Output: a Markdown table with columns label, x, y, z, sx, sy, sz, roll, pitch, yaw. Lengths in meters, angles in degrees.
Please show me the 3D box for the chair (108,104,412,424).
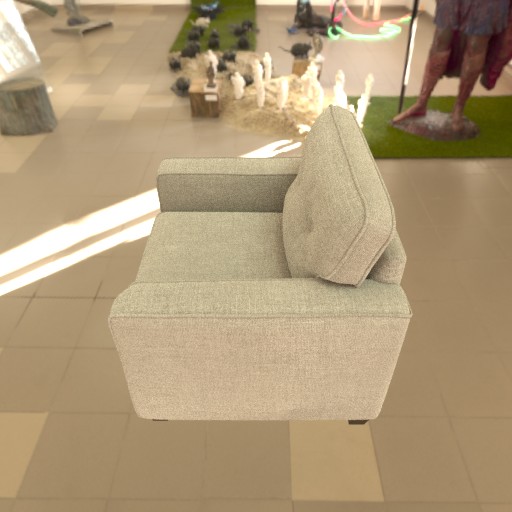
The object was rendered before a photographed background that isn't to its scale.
| label | x | y | z | sx | sy | sz | roll | pitch | yaw |
| --- | --- | --- | --- | --- | --- | --- | --- | --- | --- |
| chair | 0.000 | 0.000 | 1.786 | 0.939 | 0.965 | 1.015 | 0 | 40 | 0 |
